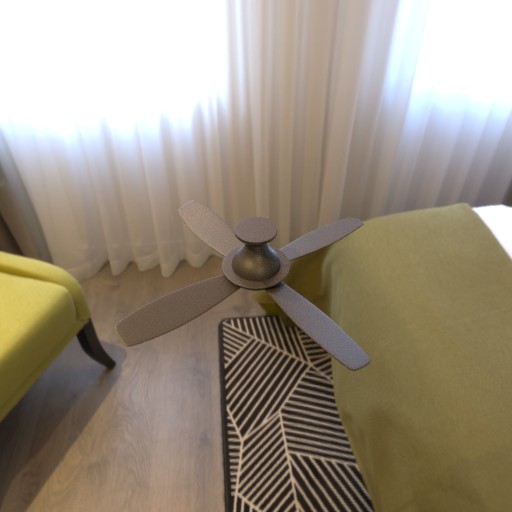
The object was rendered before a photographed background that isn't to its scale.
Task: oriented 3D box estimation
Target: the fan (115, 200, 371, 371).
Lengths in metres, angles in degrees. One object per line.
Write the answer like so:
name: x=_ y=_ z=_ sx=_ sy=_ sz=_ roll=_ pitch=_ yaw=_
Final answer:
fan: x=0.000 y=0.000 z=2.524 sx=1.694 sy=0.382 sz=1.694 roll=-25 pitch=46 yaw=-27
